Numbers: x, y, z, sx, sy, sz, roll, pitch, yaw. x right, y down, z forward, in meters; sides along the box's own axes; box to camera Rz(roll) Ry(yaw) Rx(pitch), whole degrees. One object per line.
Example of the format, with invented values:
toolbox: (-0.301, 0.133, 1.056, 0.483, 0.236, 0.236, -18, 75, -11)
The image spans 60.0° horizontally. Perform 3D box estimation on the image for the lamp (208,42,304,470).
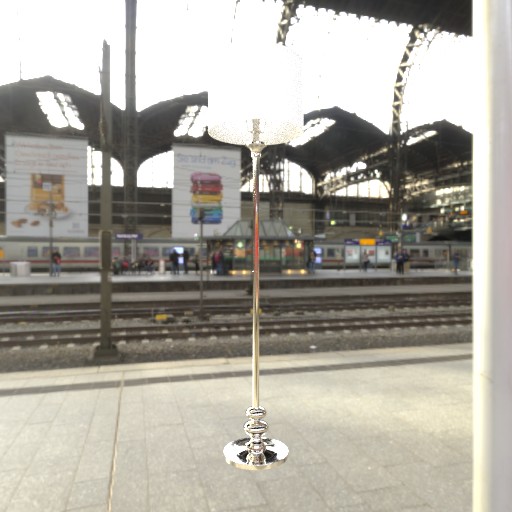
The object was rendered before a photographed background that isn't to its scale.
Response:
lamp: (0.000, 0.000, 1.661, 0.356, 1.487, 0.356, 0, 0, -18)
